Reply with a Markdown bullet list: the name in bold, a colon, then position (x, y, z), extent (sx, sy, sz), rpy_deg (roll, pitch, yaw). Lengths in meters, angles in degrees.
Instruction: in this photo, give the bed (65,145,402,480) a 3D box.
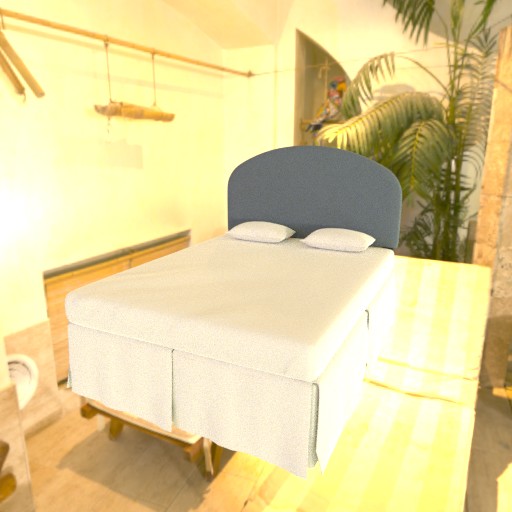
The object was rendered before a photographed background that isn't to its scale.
- **bed**: position (0.000, 0.000, 2.955), extent (1.607, 1.410, 2.005), rpy_deg (7, 16, 26)
